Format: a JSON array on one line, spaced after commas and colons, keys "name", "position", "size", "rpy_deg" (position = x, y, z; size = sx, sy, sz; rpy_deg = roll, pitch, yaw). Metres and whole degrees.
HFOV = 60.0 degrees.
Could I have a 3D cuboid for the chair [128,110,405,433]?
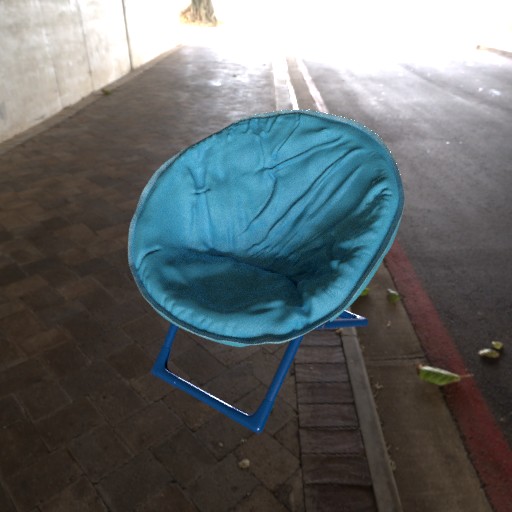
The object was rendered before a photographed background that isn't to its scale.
[{"name": "chair", "position": [0.000, 0.000, 0.879], "size": [0.520, 0.478, 0.465], "rpy_deg": [19, 35, 29]}]
